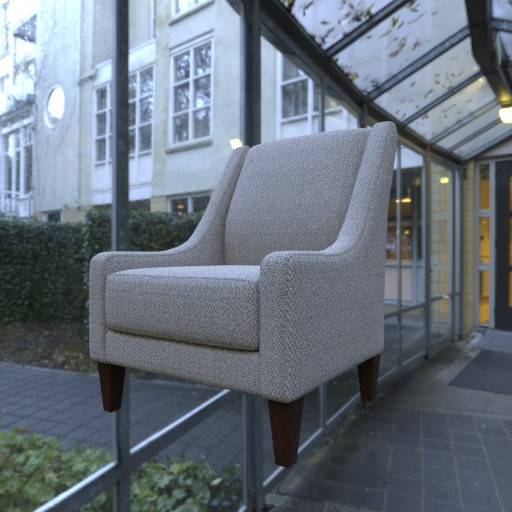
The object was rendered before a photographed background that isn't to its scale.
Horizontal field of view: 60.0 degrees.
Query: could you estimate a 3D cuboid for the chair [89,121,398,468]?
[{"bbox_3d":[0.000,0.000,1.565,0.774,1.014,0.870,0,0,34],"label":"chair"}]
